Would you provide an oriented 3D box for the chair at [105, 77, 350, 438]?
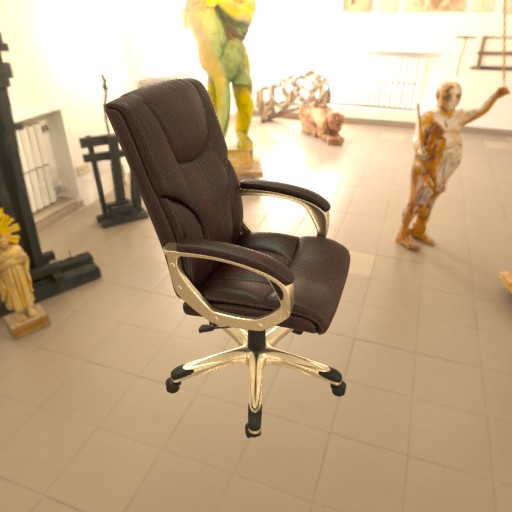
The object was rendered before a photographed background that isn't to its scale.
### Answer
[{"bbox_3d":[0.000,0.000,1.557,0.739,1.107,0.662,10,32,17],"label":"chair"}]
